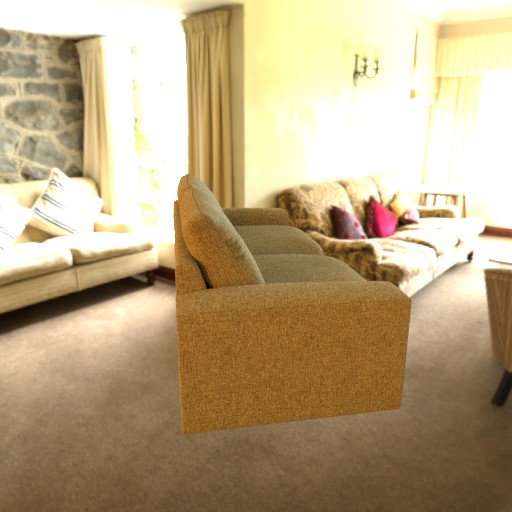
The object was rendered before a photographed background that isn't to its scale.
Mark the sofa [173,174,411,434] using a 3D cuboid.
[{"bbox_3d":[0.000,0.000,2.885,1.040,0.922,2.299,-3,16,-10],"label":"sofa"}]
